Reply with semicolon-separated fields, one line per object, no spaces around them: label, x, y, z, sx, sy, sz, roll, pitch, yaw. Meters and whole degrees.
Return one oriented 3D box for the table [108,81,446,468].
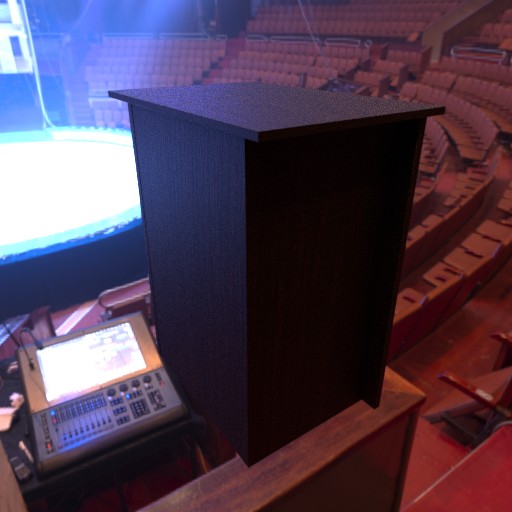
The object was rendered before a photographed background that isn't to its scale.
table;0.000;0.000;1.048;0.406;0.711;0.591;-17;31;-31
